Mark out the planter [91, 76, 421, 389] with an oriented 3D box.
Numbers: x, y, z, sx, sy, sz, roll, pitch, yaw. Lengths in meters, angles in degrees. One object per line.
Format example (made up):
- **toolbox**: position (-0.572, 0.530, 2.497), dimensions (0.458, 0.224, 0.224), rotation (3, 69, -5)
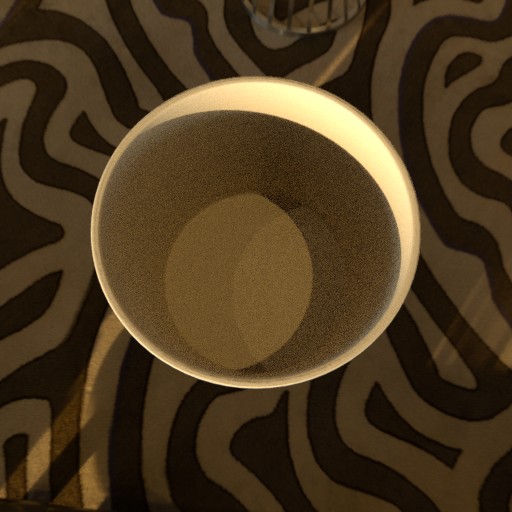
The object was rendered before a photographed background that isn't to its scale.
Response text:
- **planter**: position (0.000, 0.000, 0.395), dimensions (0.221, 0.201, 0.221), rotation (0, 75, 0)
